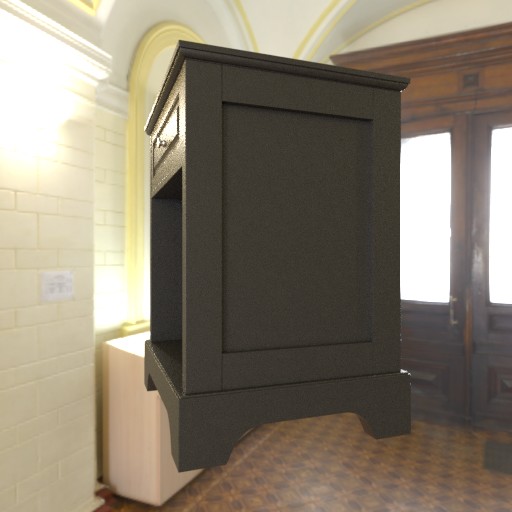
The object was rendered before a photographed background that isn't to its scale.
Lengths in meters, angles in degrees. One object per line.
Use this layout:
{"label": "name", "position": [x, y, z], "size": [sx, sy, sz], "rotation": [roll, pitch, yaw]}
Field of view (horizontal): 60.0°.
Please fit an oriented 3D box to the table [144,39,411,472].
{"label": "table", "position": [0.000, 0.000, 0.907], "size": [0.399, 0.610, 0.460], "rotation": [0, 0, -20]}
